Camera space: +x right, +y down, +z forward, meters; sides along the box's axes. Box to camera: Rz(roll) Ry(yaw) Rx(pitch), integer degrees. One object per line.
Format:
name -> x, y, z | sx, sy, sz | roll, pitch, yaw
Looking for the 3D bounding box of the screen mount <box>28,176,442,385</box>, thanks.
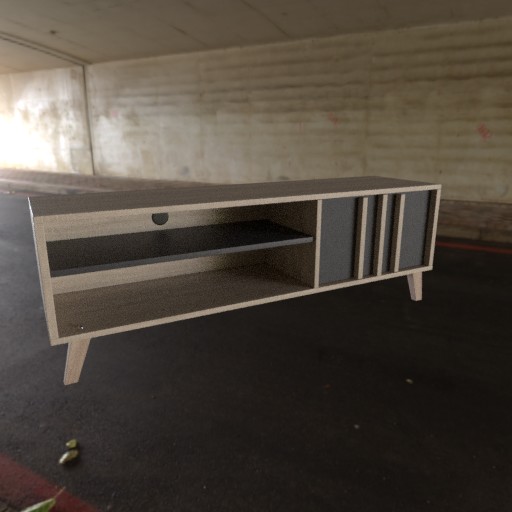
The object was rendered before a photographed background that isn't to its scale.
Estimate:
screen mount -> 0.000, 0.000, 1.708 | 1.500, 0.509, 0.401 | -8, 18, -27
